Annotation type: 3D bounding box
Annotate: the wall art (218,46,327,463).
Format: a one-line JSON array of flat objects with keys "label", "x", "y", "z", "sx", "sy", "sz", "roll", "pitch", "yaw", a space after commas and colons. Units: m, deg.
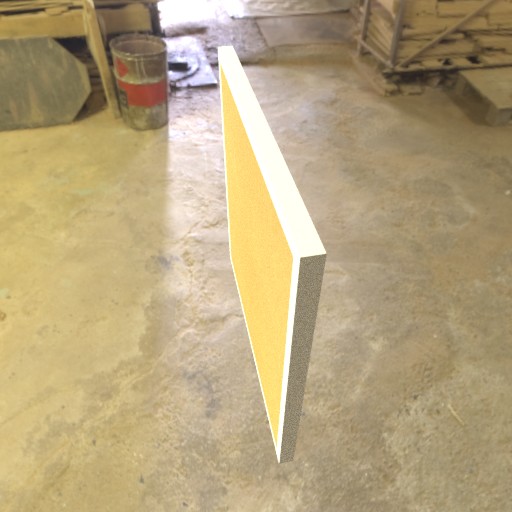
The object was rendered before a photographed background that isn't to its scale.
[{"label": "wall art", "x": 0.000, "y": 0.000, "z": 1.136, "sx": 0.038, "sy": 0.761, "sz": 0.763, "roll": -9, "pitch": 46, "yaw": -8}]
